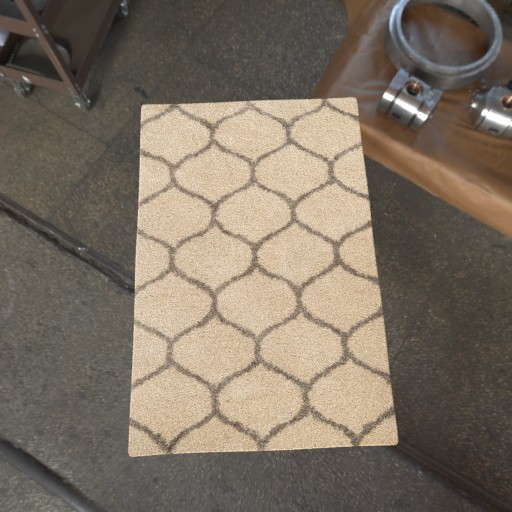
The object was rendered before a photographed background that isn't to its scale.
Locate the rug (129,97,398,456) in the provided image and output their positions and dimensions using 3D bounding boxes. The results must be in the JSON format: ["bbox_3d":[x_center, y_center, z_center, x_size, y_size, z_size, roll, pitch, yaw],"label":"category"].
[{"bbox_3d":[0.000,0.000,3.329,1.801,0.026,2.701,-2,74,-1],"label":"rug"}]
